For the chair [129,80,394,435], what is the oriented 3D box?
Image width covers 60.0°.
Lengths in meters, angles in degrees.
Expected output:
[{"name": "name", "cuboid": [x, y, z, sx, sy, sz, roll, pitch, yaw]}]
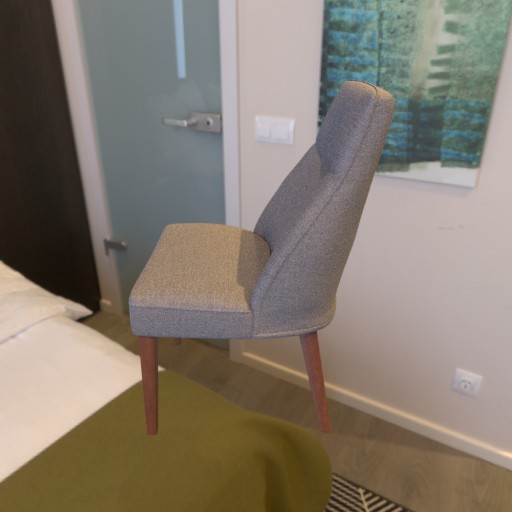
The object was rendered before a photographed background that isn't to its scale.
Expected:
[{"name": "chair", "cuboid": [0.000, 0.000, 1.271, 0.620, 0.930, 0.500, 0, 25, 1]}]
